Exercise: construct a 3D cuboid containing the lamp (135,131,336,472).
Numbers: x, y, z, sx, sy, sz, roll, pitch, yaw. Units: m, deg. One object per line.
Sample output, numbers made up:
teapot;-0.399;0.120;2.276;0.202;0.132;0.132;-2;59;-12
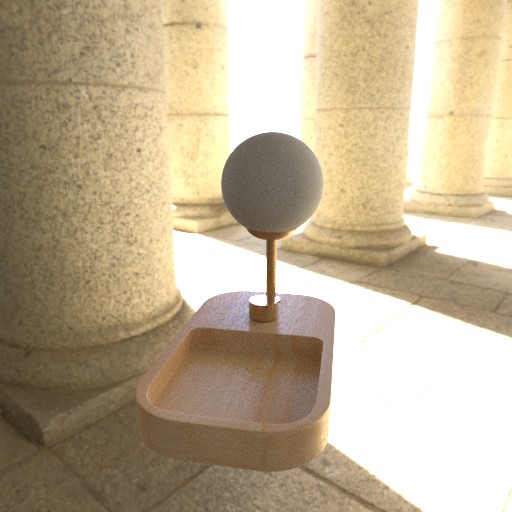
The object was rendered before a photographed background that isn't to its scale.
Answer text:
lamp;0.000;0.000;0.470;0.173;0.253;0.331;3;16;11
